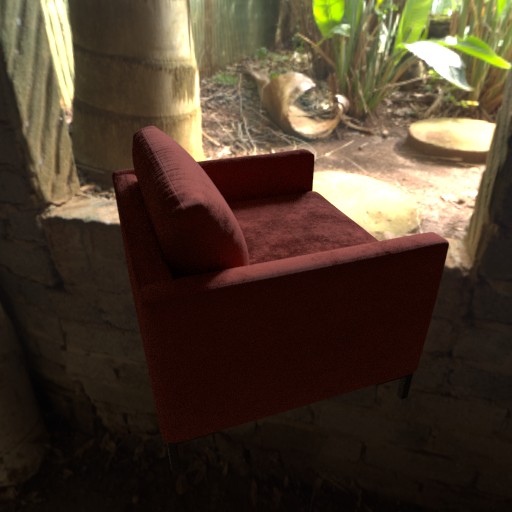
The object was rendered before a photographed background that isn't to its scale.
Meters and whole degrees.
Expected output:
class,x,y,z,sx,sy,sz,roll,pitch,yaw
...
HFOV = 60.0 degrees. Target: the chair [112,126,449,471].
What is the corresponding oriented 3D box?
class,x,y,z,sx,sy,sz,roll,pitch,yaw
chair,0.000,0.000,1.594,0.875,0.812,0.964,-10,32,-17
